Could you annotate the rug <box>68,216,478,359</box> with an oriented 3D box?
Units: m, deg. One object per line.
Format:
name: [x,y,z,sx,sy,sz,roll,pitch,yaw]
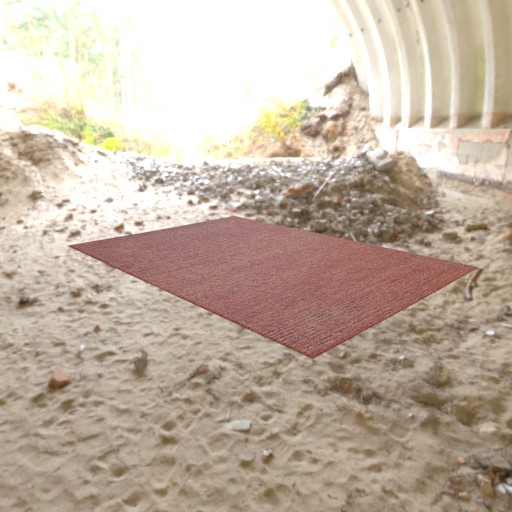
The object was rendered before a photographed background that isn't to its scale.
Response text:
rug: [0.000,0.000,5.182,2.803,0.025,3.965,-15,22,-42]
